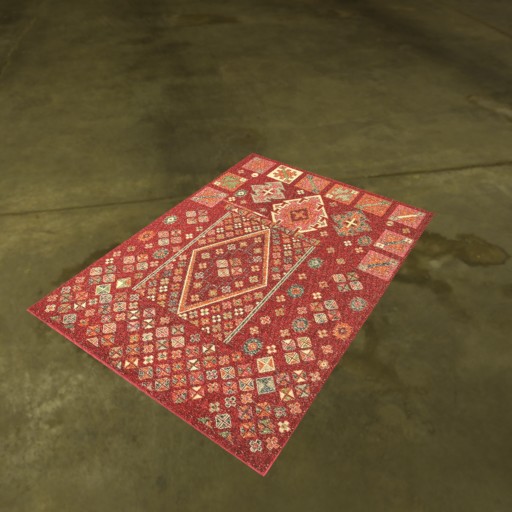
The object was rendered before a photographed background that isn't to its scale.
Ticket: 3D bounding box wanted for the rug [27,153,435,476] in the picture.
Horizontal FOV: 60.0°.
[{"bbox_3d":[0.000,0.000,2.792,1.579,0.007,2.184,24,46,25],"label":"rug"}]
